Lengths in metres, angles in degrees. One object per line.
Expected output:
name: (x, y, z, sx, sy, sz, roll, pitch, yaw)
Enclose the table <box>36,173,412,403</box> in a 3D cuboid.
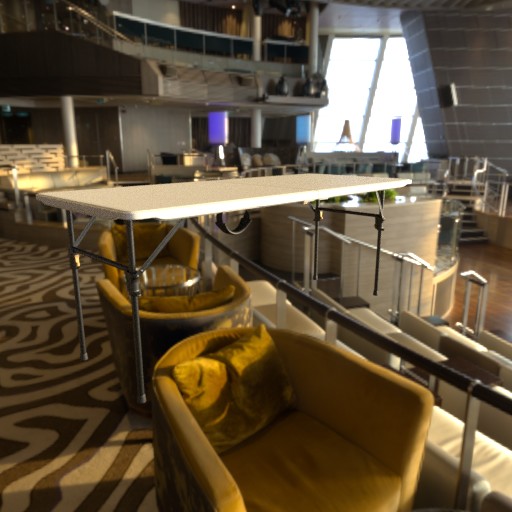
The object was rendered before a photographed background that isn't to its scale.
table: (0.000, 0.000, 2.264, 0.761, 0.719, 1.829, 13, 19, 43)
